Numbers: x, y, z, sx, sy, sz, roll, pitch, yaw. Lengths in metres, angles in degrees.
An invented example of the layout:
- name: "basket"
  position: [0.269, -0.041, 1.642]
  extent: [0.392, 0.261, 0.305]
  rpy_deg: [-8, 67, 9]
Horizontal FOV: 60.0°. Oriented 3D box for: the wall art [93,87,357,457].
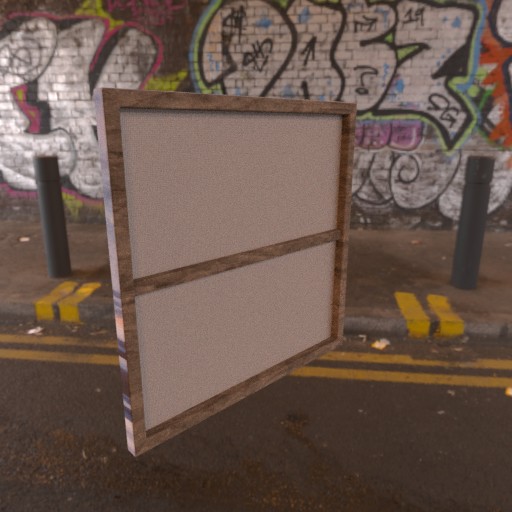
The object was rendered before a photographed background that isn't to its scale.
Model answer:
- name: "wall art"
  position: [0.000, 0.000, 1.106]
  extent: [0.747, 0.747, 0.035]
  rpy_deg: [-15, 22, -41]
